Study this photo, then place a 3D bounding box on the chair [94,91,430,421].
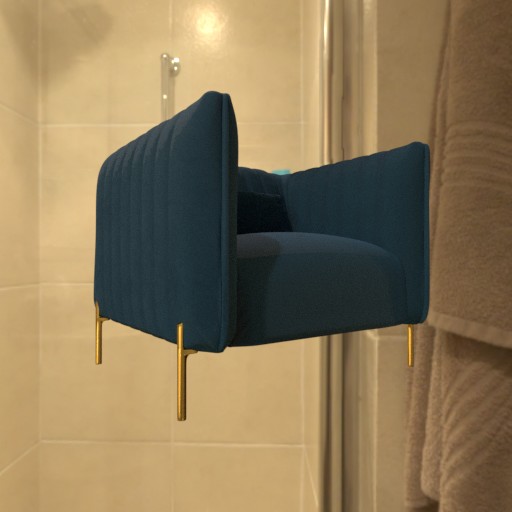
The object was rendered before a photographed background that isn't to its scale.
[{"bbox_3d":[0.000,0.000,1.595,0.947,0.793,0.877,0,0,-35],"label":"chair"}]
